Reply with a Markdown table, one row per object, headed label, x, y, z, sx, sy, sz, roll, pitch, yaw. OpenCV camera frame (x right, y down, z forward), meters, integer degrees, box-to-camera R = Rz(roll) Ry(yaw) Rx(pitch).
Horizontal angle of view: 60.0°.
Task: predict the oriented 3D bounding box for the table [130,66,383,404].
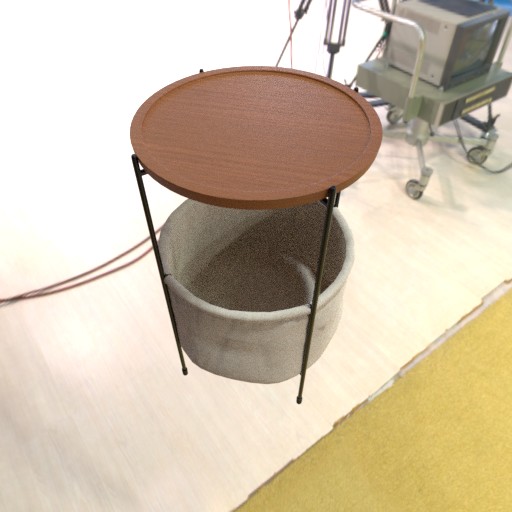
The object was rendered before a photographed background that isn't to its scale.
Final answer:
| label | x | y | z | sx | sy | sz | roll | pitch | yaw |
| --- | --- | --- | --- | --- | --- | --- | --- | --- | --- |
| table | 0.000 | 0.000 | 0.913 | 0.393 | 0.623 | 0.393 | 11 | 48 | 10 |
